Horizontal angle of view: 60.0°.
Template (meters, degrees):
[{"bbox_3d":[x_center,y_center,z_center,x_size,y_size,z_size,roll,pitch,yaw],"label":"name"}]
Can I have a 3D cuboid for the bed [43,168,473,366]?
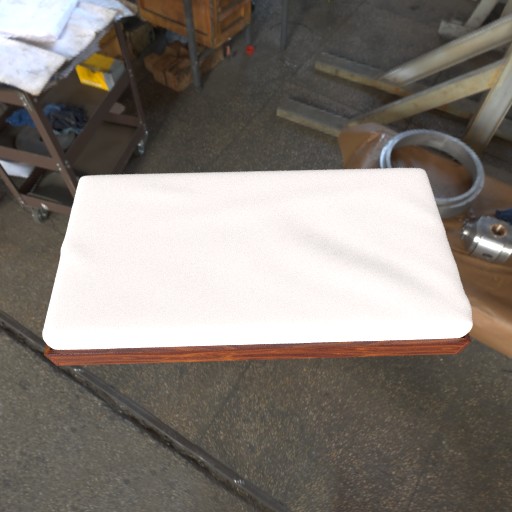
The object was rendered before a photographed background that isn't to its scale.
[{"bbox_3d":[0.000,0.000,2.171,1.860,0.312,0.940,-1,58,-1],"label":"bed"}]
